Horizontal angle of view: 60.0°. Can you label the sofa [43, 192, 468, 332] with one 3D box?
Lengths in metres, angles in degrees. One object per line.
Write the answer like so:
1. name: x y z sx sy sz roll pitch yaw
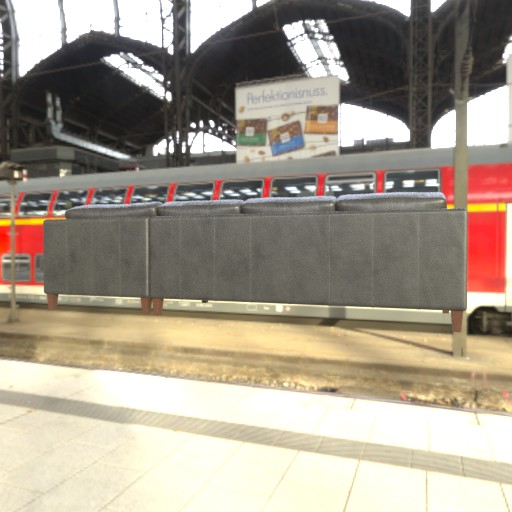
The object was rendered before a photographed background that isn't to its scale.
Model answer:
1. sofa: 0.000 0.000 3.894 3.203 0.883 1.581 0 1 19
